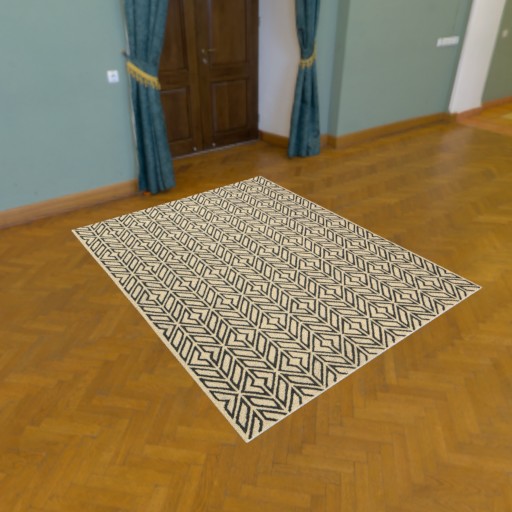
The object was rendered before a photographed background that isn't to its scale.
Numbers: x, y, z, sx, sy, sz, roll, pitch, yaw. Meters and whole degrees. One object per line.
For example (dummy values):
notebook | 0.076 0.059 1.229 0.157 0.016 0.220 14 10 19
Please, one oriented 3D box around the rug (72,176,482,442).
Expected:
rug | 0.000 0.000 4.103 2.421 0.008 3.045 -22 38 -31
